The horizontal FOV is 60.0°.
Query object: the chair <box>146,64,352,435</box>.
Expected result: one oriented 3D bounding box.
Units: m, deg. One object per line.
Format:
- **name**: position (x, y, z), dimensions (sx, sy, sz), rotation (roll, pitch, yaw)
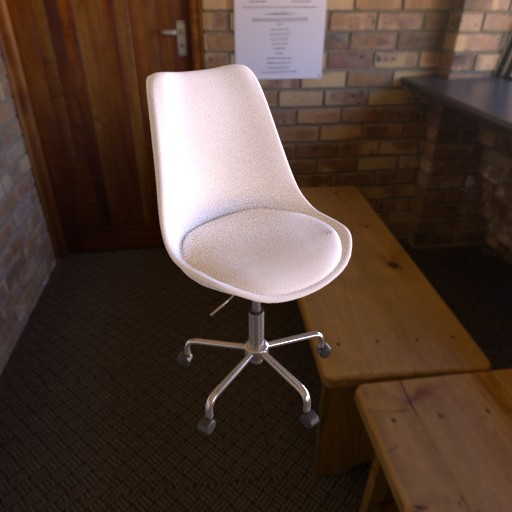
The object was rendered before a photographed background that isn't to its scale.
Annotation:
- **chair**: position (0.000, 0.000, 1.247), dimensions (0.550, 0.930, 0.550), rotation (-22, 37, -32)
